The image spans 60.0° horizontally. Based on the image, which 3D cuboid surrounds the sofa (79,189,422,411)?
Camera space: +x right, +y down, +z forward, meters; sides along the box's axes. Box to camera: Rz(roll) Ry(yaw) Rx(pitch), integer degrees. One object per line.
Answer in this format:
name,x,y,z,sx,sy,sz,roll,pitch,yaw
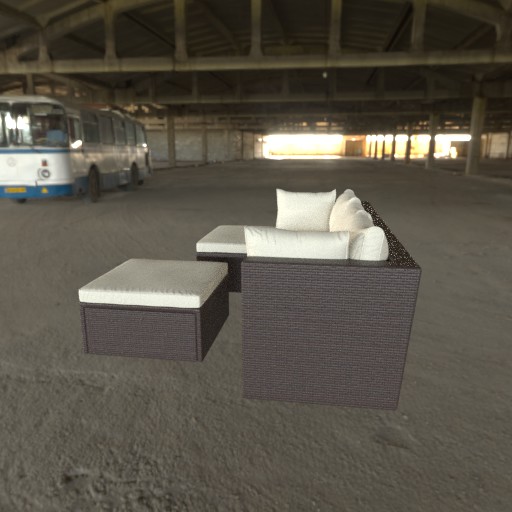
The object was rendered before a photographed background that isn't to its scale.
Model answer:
sofa,0.000,0.000,2.905,1.612,0.766,2.192,2,14,8
